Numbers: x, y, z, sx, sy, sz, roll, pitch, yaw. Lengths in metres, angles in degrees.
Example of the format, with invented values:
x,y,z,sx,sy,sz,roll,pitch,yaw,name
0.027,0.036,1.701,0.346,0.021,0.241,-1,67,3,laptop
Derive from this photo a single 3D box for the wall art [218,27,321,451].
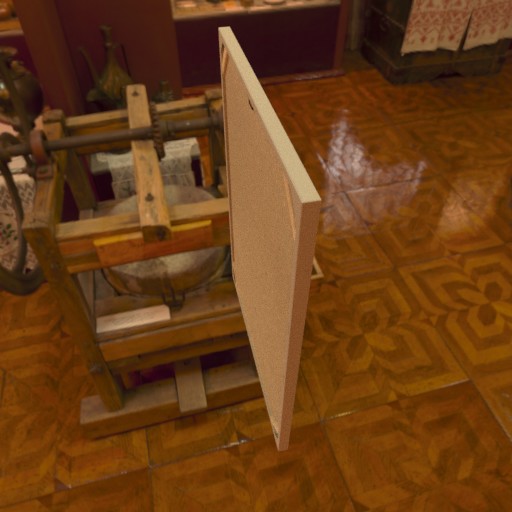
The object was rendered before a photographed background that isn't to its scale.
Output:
x,y,z,sx,sy,sz,roll,pitch,yaw,name
0.000,0.000,1.561,0.038,1.212,0.914,-9,47,-9,wall art
